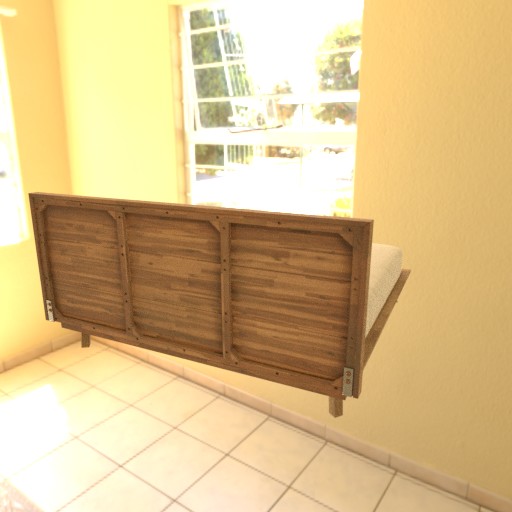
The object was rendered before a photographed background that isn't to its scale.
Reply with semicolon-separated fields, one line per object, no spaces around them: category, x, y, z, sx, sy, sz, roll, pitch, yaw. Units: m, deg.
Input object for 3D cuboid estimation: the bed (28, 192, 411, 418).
bed;0.000;0.000;3.402;2.116;1.100;2.167;7;17;25
